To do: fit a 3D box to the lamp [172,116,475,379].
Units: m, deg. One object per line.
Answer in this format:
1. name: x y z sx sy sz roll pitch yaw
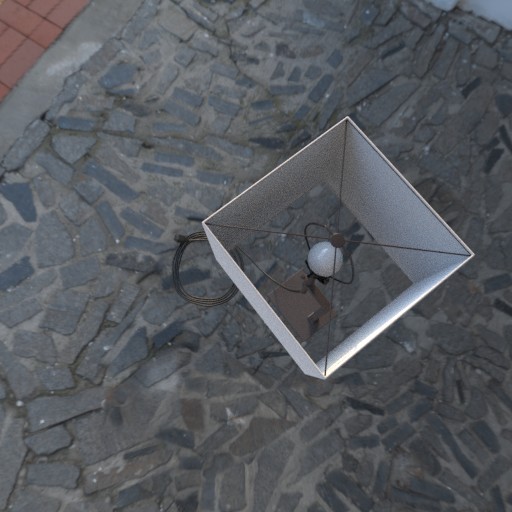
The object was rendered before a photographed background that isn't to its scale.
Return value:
1. lamp: 0.000 0.000 0.969 0.399 0.660 0.504 -37 79 -8
